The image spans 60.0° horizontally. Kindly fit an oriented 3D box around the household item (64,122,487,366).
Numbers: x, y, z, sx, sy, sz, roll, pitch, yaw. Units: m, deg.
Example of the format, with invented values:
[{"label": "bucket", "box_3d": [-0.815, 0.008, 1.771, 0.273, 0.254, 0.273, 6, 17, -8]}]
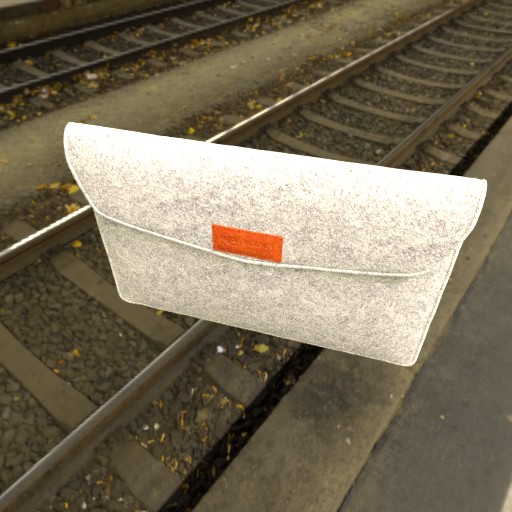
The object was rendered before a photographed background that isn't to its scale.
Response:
[{"label": "household item", "box_3d": [0.000, 0.000, 0.416, 0.335, 0.221, 0.057, 11, 42, 12]}]
